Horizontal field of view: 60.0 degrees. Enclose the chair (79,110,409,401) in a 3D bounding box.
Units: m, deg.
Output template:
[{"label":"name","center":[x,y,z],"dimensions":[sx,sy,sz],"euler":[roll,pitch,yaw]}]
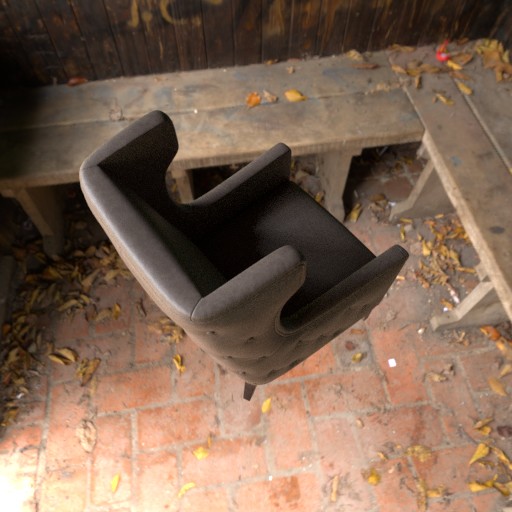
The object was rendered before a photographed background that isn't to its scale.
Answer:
[{"label":"chair","center":[0.000,0.000,1.696],"dimensions":[0.899,1.079,0.769],"euler":[-34,64,-19]}]
